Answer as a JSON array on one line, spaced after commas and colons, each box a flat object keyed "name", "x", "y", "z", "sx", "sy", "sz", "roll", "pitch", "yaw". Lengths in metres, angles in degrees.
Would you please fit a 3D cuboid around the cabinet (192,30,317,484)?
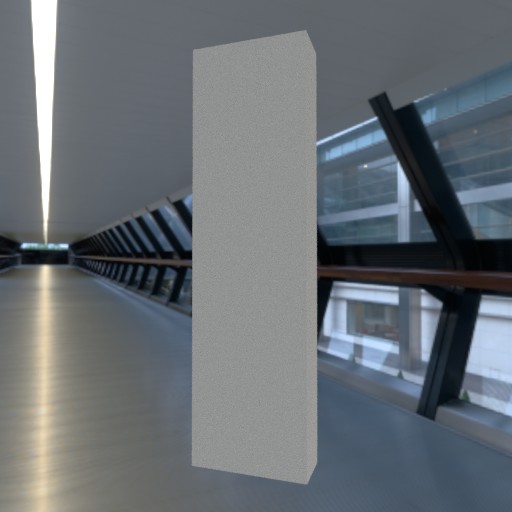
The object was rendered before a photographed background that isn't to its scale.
[{"name": "cabinet", "x": 0.000, "y": 0.000, "z": 1.936, "sx": 0.500, "sy": 1.790, "sz": 0.230, "roll": 0, "pitch": -1, "yaw": 19}]
